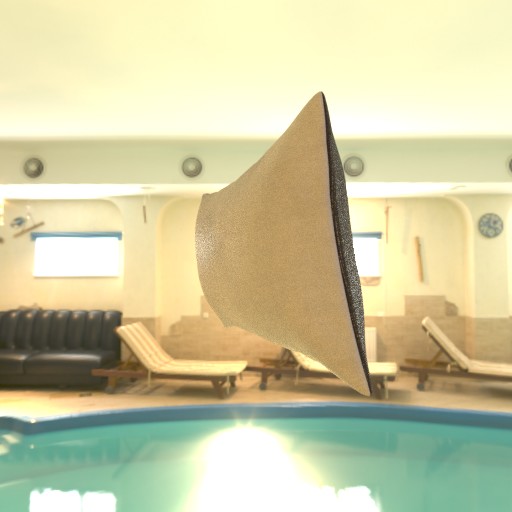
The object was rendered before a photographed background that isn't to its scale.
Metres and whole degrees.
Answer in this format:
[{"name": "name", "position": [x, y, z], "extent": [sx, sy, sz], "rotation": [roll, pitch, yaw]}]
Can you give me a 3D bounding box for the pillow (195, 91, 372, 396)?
[{"name": "pillow", "position": [0.000, 0.000, 0.731], "extent": [0.156, 0.305, 0.608], "rotation": [1, -2, -18]}]
